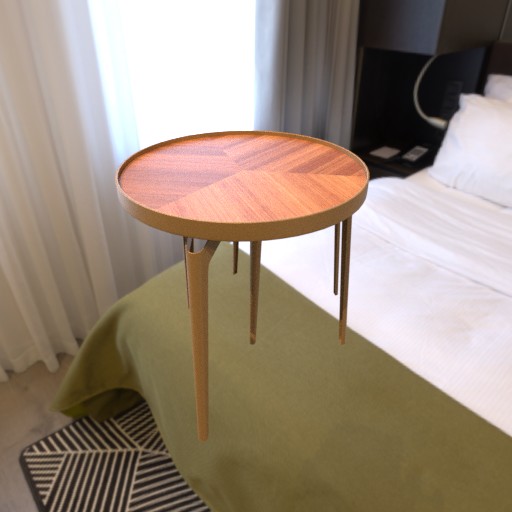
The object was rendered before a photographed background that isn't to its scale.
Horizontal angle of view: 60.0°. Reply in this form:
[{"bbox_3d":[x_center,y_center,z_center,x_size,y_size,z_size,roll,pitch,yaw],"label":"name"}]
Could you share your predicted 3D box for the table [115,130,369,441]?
[{"bbox_3d":[0.000,0.000,1.165,0.532,0.555,0.751,11,33,16],"label":"table"}]
